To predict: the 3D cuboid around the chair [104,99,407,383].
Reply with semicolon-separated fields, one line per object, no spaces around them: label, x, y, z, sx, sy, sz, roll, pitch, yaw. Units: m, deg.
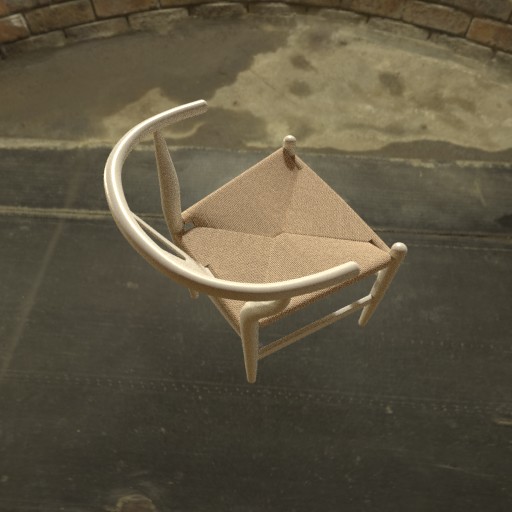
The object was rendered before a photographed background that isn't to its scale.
chair;0.000;0.000;1.163;0.579;0.730;0.569;-30;63;-17
